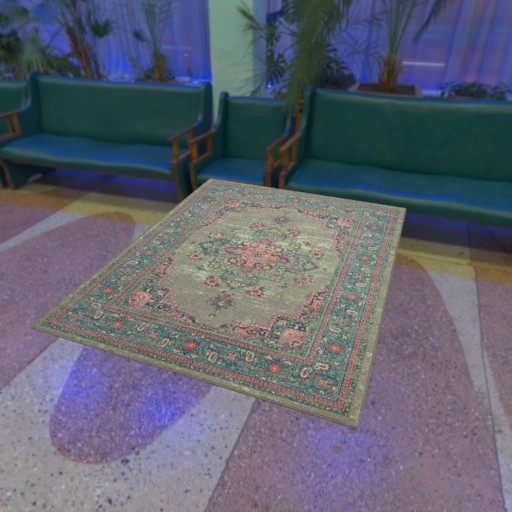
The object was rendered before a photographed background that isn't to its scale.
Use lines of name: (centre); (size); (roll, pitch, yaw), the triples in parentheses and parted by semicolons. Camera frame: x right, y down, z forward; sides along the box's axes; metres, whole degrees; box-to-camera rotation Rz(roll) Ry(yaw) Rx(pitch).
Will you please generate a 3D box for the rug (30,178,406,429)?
rug: (0.000, 0.000, 4.118); (2.434, 0.013, 3.057); (12, 34, 18)
